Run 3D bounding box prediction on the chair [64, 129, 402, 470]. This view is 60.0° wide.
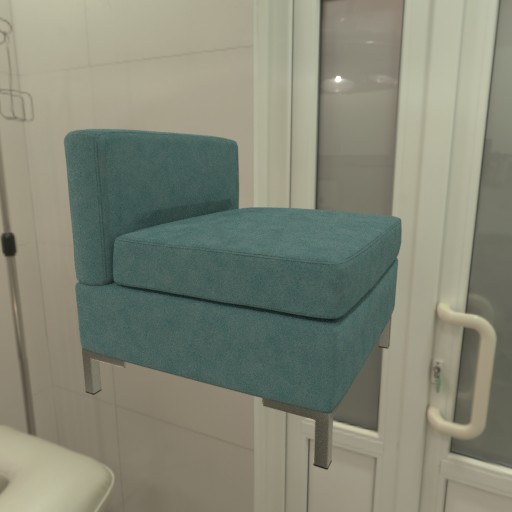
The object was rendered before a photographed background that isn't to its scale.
[{"bbox_3d":[0.000,0.000,1.208,0.685,0.660,0.684,6,14,26],"label":"chair"}]
